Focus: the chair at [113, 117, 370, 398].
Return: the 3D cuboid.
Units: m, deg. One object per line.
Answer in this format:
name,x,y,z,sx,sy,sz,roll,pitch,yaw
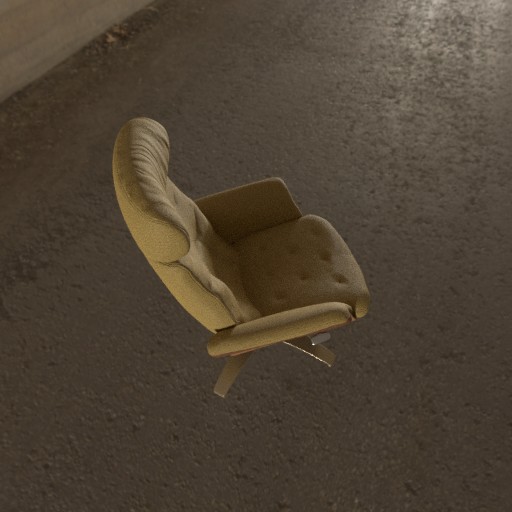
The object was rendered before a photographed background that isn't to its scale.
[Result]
chair,0.000,0.000,1.638,0.837,0.995,0.785,-11,48,-10
